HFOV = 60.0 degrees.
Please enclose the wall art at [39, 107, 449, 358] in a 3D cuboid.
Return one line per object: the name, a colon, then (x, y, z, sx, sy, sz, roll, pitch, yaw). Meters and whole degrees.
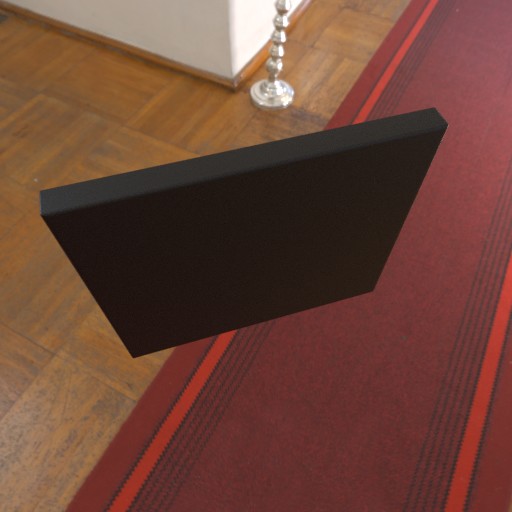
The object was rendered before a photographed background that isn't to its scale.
wall art: (0.000, 0.000, 0.540, 0.380, 0.330, 0.028, -14, 58, -9)
